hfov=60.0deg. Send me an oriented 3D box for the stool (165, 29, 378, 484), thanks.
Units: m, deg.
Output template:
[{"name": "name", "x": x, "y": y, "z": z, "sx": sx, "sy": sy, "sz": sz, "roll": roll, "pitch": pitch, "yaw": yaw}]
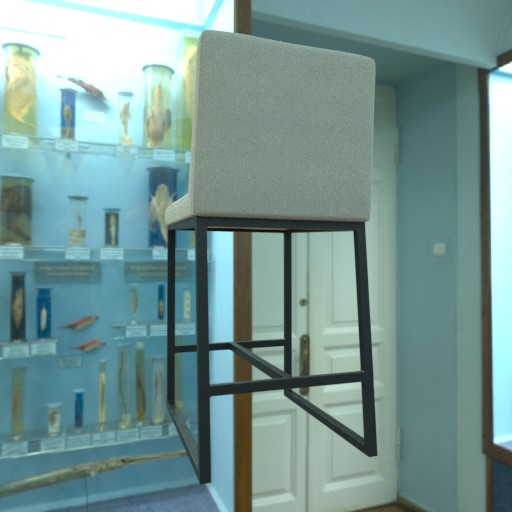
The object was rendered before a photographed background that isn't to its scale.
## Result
[{"name": "stool", "x": 0.000, "y": 0.000, "z": 1.266, "sx": 0.459, "sy": 0.971, "sz": 0.567, "roll": 0, "pitch": -1, "yaw": -19}]
